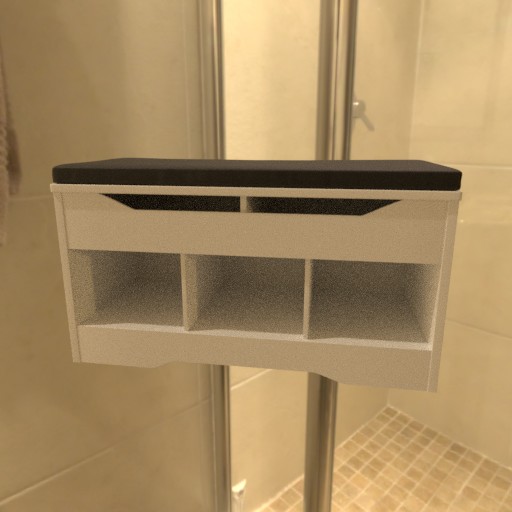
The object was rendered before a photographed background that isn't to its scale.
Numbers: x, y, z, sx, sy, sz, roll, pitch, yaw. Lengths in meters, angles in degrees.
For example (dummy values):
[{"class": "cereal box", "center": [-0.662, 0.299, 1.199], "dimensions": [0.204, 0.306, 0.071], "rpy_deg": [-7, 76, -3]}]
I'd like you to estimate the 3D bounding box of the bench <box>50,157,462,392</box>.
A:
[{"class": "bench", "center": [0.000, 0.000, 1.193], "dimensions": [0.899, 0.500, 0.401], "rpy_deg": [2, 15, 9]}]
